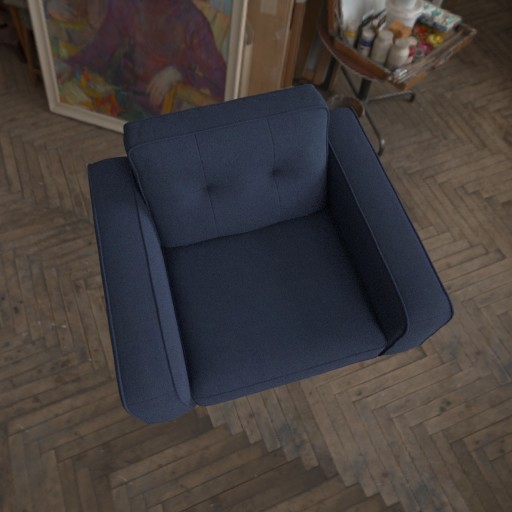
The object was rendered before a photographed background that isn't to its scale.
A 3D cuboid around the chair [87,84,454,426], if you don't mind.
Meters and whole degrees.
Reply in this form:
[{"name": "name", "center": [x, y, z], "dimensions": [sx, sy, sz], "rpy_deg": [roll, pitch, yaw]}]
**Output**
[{"name": "chair", "center": [0.000, 0.000, 1.719], "dimensions": [1.118, 0.783, 0.953], "rpy_deg": [-14, 65, -7]}]
